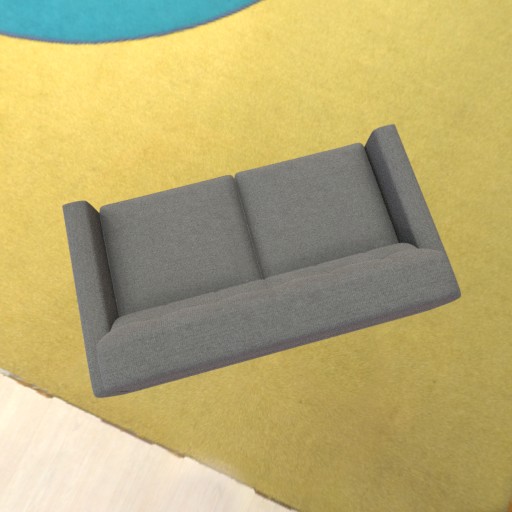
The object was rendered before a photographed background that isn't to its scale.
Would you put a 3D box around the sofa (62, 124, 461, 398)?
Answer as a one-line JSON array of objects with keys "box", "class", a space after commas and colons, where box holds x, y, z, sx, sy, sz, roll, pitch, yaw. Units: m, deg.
[{"box": [0.000, 0.000, 2.126, 1.631, 0.841, 0.909, -15, 76, -4], "class": "sofa"}]
